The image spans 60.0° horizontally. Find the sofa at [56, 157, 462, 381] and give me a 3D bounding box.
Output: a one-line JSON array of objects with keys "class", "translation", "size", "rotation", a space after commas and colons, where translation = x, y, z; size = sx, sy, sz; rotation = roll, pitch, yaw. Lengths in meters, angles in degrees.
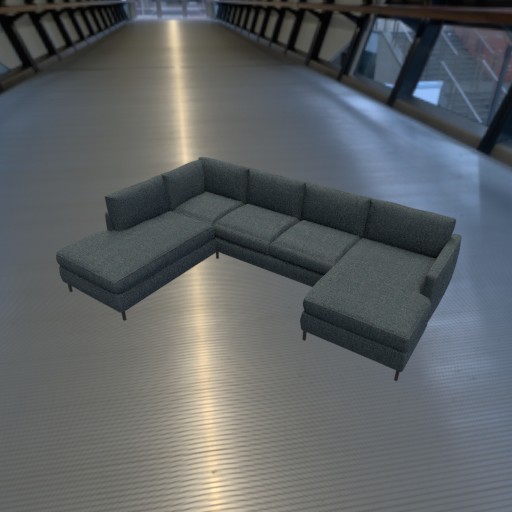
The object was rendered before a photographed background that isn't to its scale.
[{"class": "sofa", "translation": [0.000, 0.000, 3.594], "size": [2.737, 0.753, 1.879], "rotation": [20, 36, 29]}]
